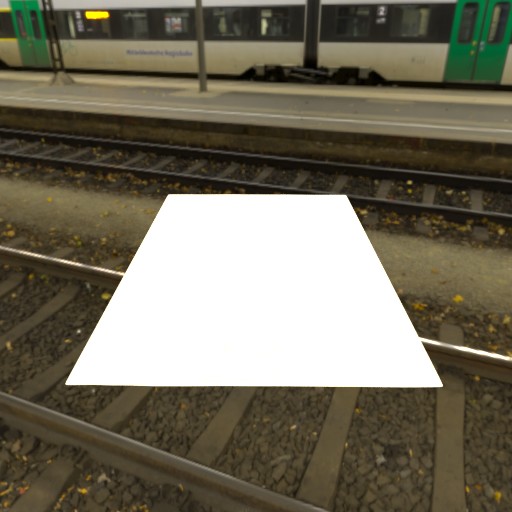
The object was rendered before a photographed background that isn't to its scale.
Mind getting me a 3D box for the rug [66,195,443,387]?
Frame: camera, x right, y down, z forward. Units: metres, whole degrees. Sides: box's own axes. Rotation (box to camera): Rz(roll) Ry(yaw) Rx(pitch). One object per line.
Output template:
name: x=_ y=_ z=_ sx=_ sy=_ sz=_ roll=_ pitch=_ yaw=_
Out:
rug: x=0.000 y=0.000 z=2.264 sx=1.234 sy=0.006 sz=1.850 roll=0 pitch=27 yaw=0
